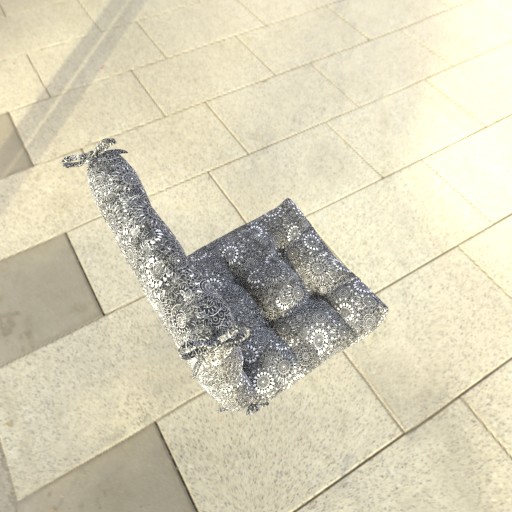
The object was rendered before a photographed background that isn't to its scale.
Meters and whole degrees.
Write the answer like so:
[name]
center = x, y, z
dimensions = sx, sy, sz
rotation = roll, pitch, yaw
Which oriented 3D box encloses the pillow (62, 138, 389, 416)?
[pillow]
center = 0.000, 0.000, 1.041
dimensions = 0.571, 0.605, 0.519
rotation = -29, 62, -17
